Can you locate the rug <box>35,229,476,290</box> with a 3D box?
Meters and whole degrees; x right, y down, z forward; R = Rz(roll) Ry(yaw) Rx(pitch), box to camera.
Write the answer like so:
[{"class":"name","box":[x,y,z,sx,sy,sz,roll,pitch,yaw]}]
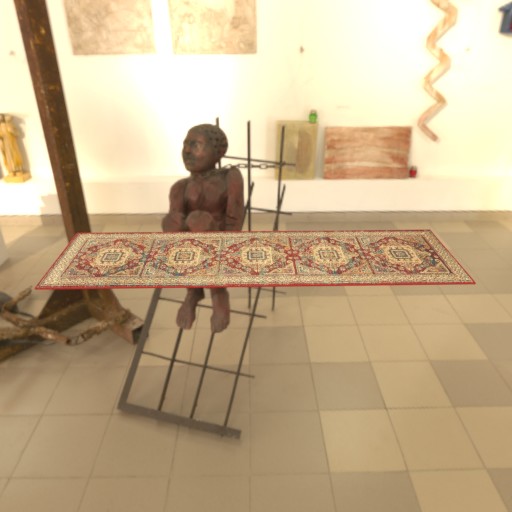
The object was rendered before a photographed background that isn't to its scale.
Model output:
[{"class":"rug","box":[0.000,0.000,2.587,2.292,0.015,0.659,-1,28,-1]}]
